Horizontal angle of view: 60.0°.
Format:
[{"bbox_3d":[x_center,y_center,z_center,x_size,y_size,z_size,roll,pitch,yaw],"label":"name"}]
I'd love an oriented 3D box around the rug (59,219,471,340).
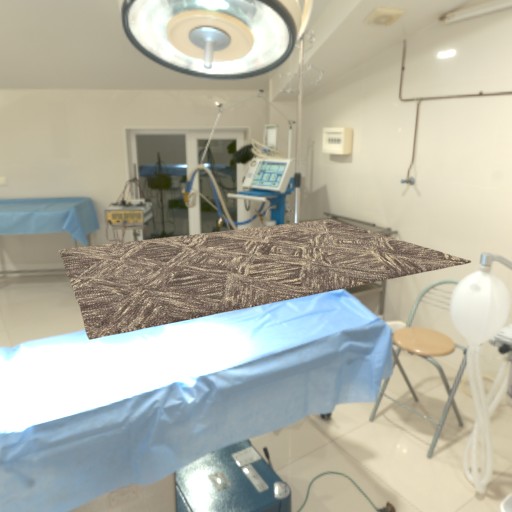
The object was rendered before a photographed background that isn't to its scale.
[{"bbox_3d":[0.000,0.000,2.308,1.814,0.012,1.186,-8,18,-26],"label":"rug"}]
